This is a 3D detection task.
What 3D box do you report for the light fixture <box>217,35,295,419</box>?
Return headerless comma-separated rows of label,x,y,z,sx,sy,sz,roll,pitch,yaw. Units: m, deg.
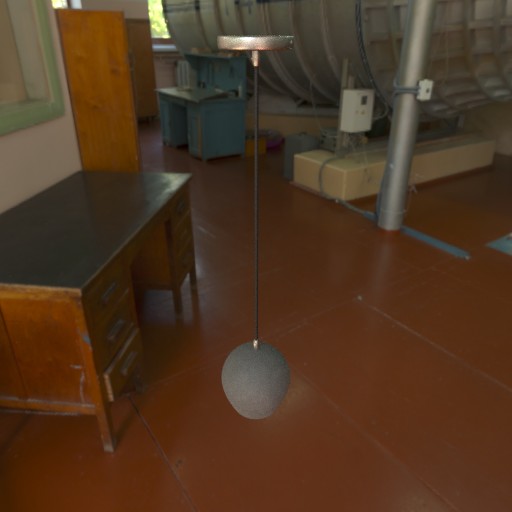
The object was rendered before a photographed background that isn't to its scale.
light fixture,0.000,0.000,0.855,0.153,0.760,0.153,0,27,0
